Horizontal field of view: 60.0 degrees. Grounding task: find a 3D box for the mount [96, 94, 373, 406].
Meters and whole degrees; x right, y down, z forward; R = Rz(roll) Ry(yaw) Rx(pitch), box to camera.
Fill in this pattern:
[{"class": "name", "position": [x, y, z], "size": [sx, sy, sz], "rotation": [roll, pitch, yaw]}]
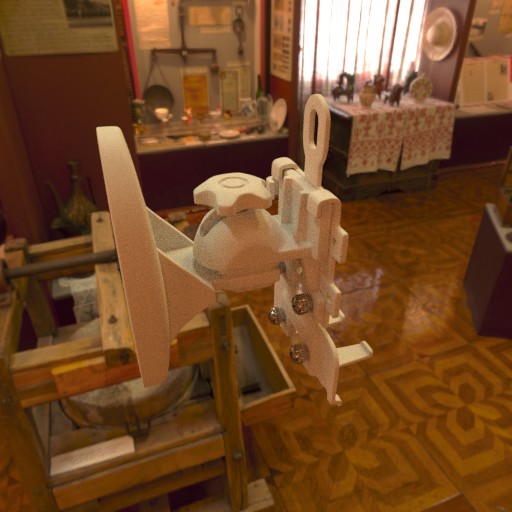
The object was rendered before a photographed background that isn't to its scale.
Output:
[{"class": "mount", "position": [0.000, 0.000, 0.173], "size": [0.100, 0.118, 0.066], "rotation": [-10, 33, -16]}]
